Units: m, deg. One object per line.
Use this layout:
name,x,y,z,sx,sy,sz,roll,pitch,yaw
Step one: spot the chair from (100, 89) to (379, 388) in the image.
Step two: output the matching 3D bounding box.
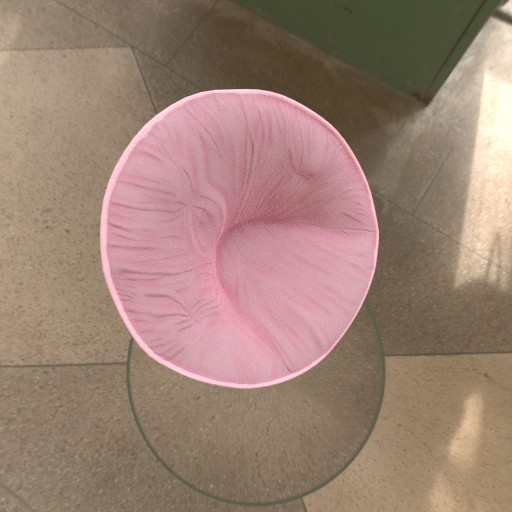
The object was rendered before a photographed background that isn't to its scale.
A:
chair,0.000,0.000,0.887,0.459,0.494,0.522,34,79,8
